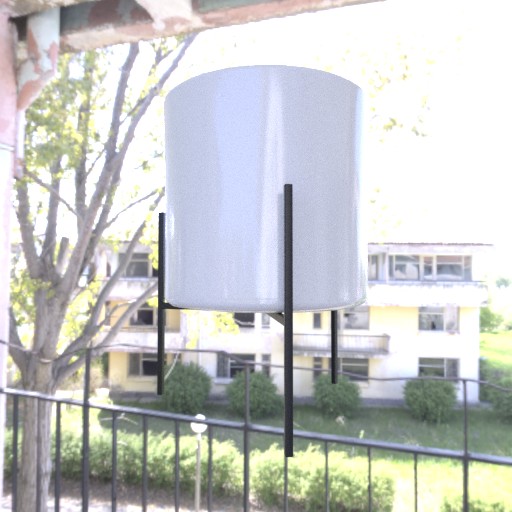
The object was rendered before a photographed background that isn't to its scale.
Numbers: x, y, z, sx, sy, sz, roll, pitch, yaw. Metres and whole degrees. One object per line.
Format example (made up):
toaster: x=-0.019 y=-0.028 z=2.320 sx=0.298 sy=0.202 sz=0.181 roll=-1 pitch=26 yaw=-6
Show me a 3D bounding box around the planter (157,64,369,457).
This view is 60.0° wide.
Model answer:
planter: x=0.000 y=0.000 z=0.723 sx=0.361 sy=0.480 sz=0.360 roll=-1 pitch=-2 yaw=19
